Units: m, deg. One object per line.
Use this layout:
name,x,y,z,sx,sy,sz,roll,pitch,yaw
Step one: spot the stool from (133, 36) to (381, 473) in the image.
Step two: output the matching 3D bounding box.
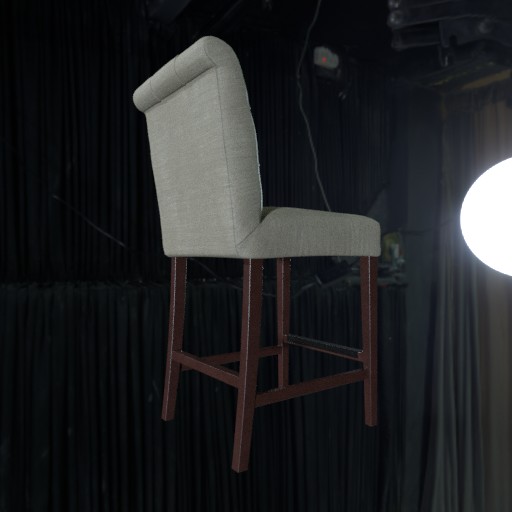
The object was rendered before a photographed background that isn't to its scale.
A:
stool,0.000,0.000,1.424,0.660,1.084,0.486,0,0,-36
